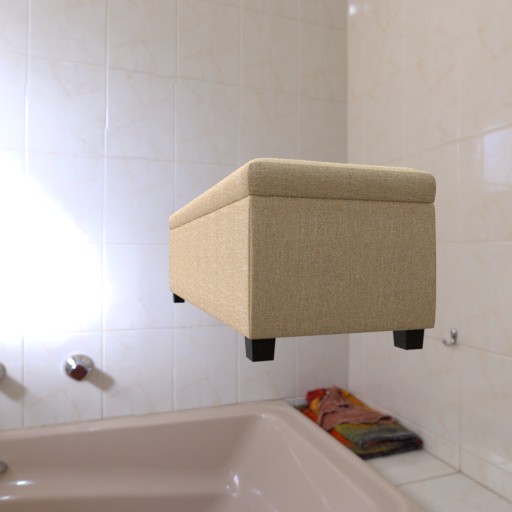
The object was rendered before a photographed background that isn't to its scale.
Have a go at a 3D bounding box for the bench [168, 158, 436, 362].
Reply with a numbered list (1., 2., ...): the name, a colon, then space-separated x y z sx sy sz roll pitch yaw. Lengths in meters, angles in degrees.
1. bench: 0.000 0.000 1.458 0.432 0.406 1.219 0 0 -18
